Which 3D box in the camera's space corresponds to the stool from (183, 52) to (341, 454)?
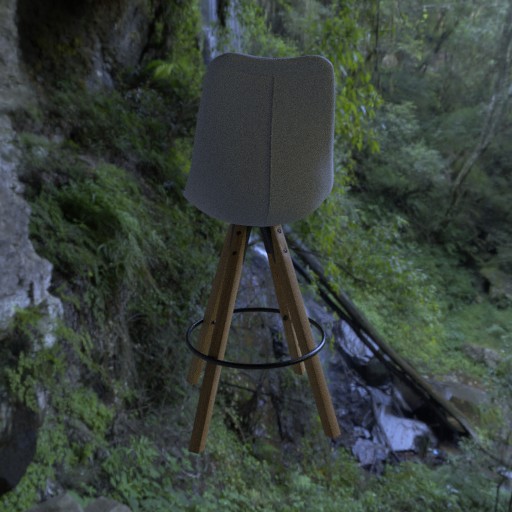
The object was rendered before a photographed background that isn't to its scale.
[{"bbox_3d":[0.000,0.000,1.430,0.484,1.115,0.550,-2,15,-9],"label":"stool"}]
